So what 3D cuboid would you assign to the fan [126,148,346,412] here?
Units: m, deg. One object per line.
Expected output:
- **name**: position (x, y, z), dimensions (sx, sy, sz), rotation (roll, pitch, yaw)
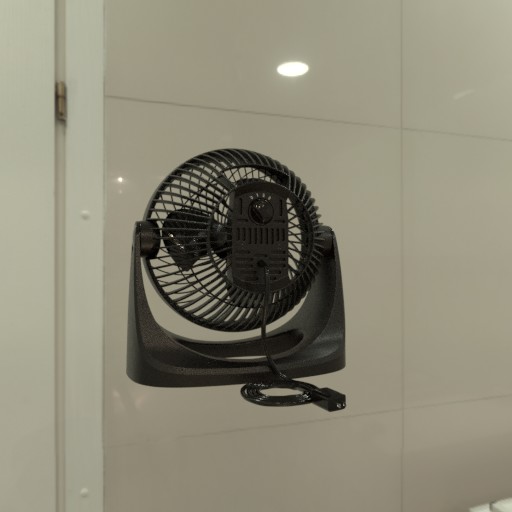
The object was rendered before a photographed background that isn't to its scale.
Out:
- **fan**: position (0.000, 0.000, 0.497), dimensions (0.273, 0.277, 0.256), rotation (0, 0, -19)
